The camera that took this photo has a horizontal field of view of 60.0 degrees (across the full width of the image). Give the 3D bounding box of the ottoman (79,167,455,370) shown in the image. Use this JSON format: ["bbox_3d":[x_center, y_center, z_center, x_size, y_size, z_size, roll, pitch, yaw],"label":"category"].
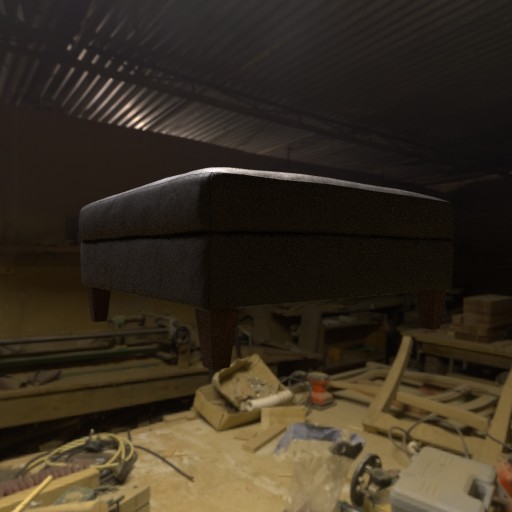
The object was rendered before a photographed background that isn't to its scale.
[{"bbox_3d":[0.000,0.000,1.340,0.844,0.415,0.836,0,1,-37],"label":"ottoman"}]
